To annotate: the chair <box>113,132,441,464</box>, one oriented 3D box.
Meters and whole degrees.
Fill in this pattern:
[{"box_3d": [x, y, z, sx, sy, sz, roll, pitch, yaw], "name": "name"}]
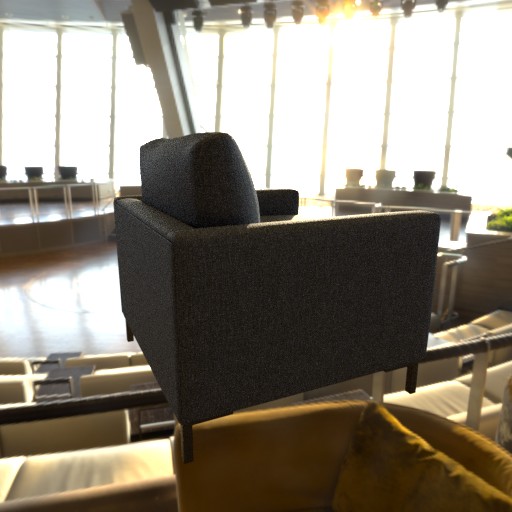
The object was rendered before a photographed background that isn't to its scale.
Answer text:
[{"box_3d": [0.000, 0.000, 1.639, 0.866, 0.861, 0.963, -7, 15, -25], "name": "chair"}]
